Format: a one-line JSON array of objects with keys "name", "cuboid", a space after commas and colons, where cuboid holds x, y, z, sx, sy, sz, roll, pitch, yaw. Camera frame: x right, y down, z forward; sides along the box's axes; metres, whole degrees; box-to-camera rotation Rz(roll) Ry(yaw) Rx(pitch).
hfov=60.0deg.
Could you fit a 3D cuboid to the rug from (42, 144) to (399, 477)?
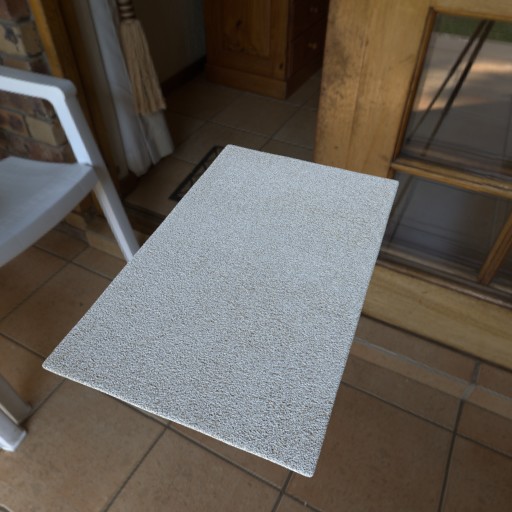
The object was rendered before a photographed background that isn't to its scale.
[{"name": "rug", "cuboid": [0.000, 0.000, 2.992, 1.524, 0.030, 2.438, 16, 47, 15]}]
